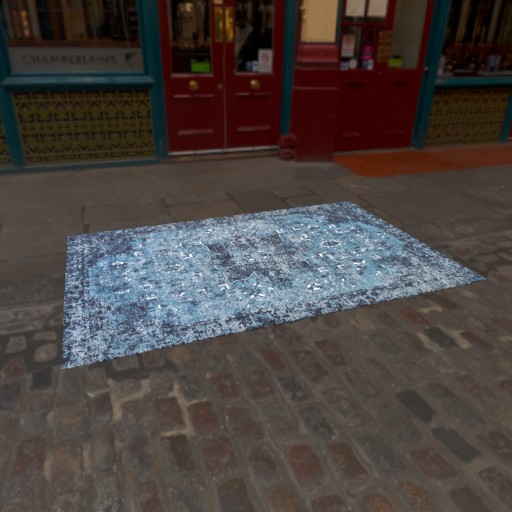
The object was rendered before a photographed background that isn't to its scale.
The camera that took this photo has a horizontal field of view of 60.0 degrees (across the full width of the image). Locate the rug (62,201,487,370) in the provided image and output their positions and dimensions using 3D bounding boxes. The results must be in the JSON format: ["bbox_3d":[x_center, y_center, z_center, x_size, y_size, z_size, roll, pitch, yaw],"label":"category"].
[{"bbox_3d":[0.000,0.000,2.276,1.828,0.005,1.219,-9,27,-18],"label":"rug"}]
